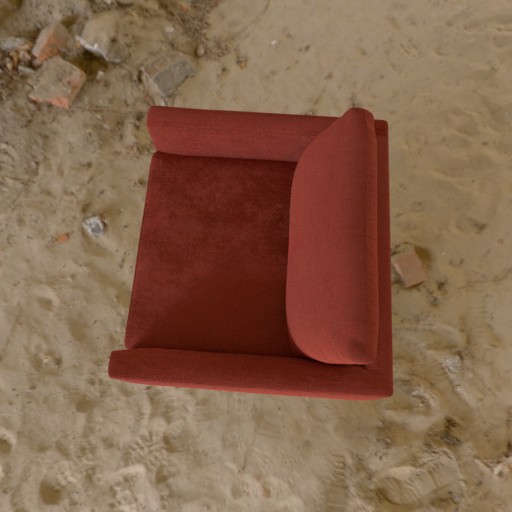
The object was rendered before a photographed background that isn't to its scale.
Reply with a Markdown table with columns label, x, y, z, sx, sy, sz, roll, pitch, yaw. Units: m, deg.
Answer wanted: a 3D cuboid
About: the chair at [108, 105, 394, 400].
| label | x | y | z | sx | sy | sz | roll | pitch | yaw |
| --- | --- | --- | --- | --- | --- | --- | --- | --- | --- |
| chair | 0.000 | 0.000 | 1.634 | 0.875 | 0.812 | 0.964 | 4 | 74 | 1 |
